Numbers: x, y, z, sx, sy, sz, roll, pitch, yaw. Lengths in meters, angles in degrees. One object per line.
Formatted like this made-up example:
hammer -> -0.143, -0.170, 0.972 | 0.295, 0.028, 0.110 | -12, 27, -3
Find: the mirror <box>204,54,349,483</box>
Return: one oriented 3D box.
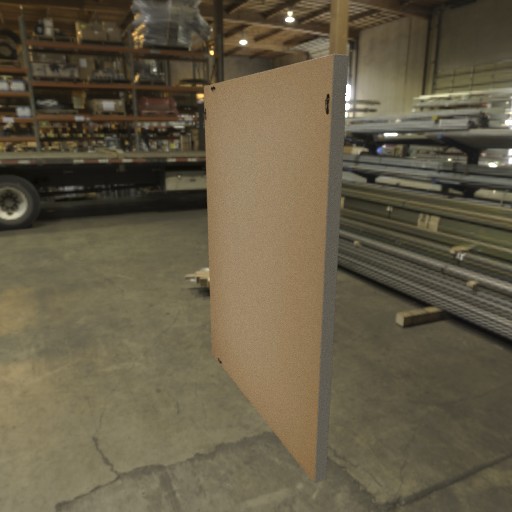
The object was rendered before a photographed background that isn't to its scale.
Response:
mirror -> 0.000, 0.000, 1.336 | 0.040, 1.016, 0.762 | -8, 18, -25
